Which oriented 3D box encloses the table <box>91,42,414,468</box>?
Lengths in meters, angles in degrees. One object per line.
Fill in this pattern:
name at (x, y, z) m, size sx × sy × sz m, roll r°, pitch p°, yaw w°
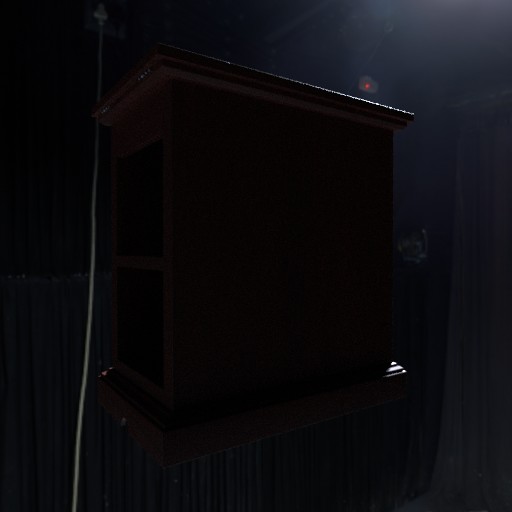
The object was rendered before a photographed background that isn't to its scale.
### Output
table at (0.000, 0.000, 0.942) m, size 0.584 × 0.612 × 0.356 m, roll -1°, pitch 1°, yaw -35°
